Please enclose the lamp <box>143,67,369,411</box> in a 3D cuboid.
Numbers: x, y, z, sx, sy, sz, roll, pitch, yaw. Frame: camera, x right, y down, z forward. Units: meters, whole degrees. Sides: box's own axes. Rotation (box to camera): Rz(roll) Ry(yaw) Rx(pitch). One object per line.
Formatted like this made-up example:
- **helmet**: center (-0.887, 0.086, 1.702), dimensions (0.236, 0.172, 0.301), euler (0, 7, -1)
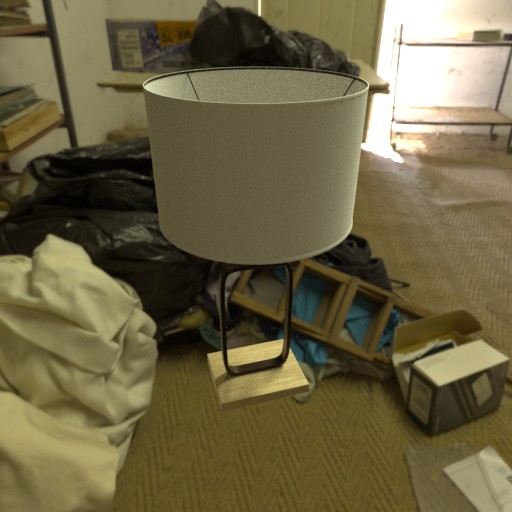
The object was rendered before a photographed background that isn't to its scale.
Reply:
- **lamp**: center (0.000, 0.000, 0.685), dimensions (0.279, 0.508, 0.279), euler (-8, 31, -14)
